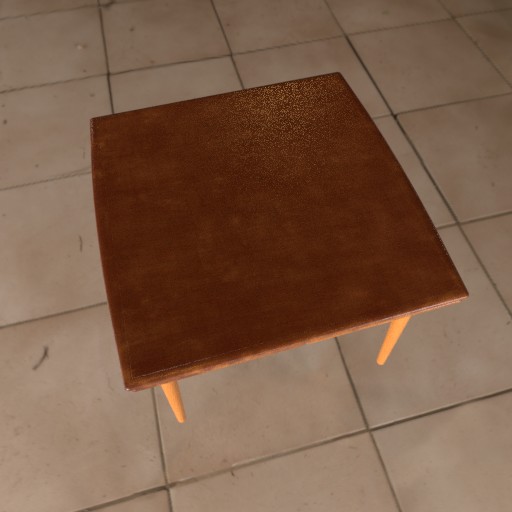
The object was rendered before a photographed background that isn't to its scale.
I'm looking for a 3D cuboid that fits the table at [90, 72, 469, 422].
[{"bbox_3d":[0.000,0.000,1.712,0.991,0.754,0.991,-14,60,-8],"label":"table"}]
